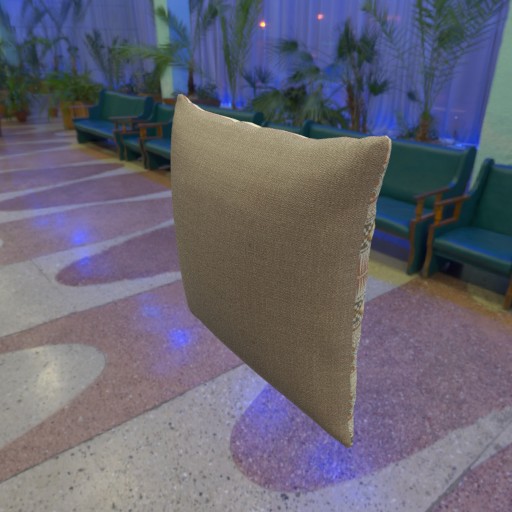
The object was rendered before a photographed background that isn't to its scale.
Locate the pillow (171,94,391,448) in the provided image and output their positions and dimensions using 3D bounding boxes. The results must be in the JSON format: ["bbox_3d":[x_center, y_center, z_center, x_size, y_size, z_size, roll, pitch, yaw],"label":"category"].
[{"bbox_3d":[0.000,0.000,0.812,0.215,0.519,0.521,-18,31,-33],"label":"pillow"}]
